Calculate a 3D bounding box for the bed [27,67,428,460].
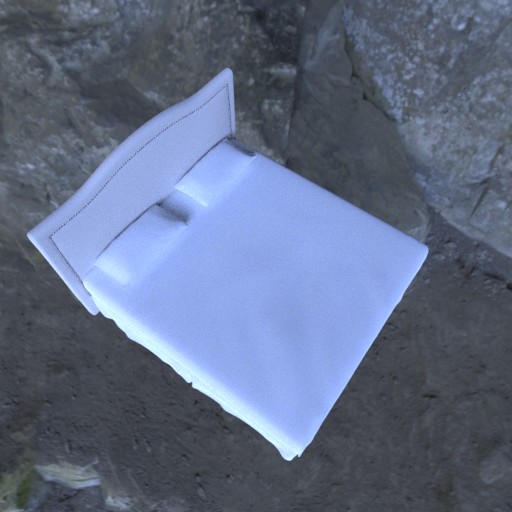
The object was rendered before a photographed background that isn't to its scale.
[{"bbox_3d":[0.000,0.000,3.463,2.182,1.421,2.083,33,65,18],"label":"bed"}]
